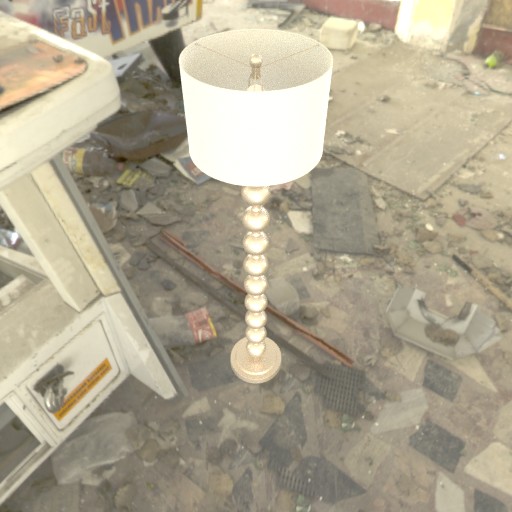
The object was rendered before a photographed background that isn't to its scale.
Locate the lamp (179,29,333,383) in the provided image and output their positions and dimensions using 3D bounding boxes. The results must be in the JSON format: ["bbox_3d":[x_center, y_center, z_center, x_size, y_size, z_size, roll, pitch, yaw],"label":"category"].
[{"bbox_3d":[0.000,0.000,1.655,0.394,1.474,0.394,-21,50,-19],"label":"lamp"}]
